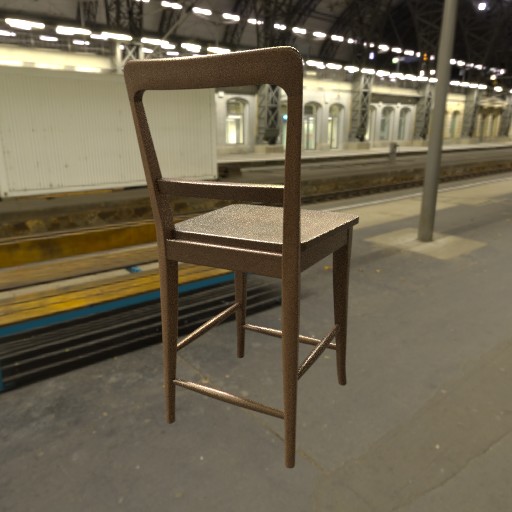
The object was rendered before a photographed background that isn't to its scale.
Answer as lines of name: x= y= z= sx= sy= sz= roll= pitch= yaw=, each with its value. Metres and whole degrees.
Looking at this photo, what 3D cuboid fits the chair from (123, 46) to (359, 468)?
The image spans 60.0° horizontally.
chair: x=0.000 y=0.000 z=1.255 sx=0.450 sy=0.991 sz=0.546 roll=8 pitch=18 yaw=27
